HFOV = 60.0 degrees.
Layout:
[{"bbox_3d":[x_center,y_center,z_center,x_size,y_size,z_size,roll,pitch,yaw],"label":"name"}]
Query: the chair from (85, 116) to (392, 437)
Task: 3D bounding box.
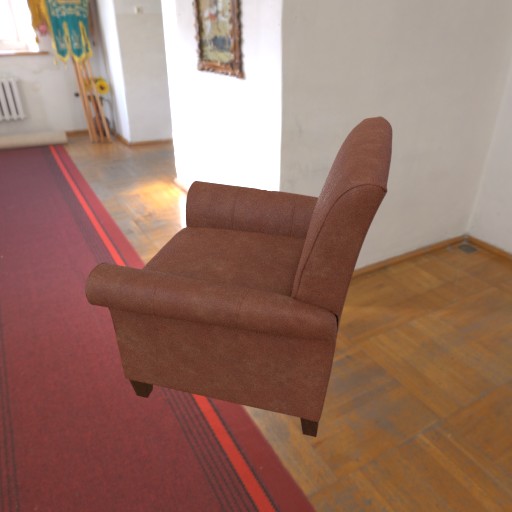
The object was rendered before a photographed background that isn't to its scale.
[{"bbox_3d":[0.000,0.000,1.759,0.902,1.061,0.978,8,30,13],"label":"chair"}]
